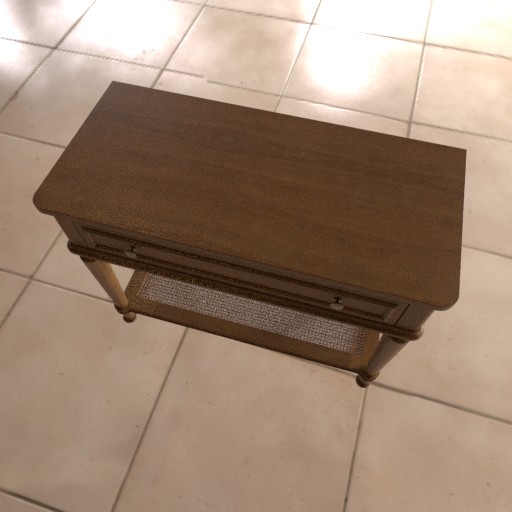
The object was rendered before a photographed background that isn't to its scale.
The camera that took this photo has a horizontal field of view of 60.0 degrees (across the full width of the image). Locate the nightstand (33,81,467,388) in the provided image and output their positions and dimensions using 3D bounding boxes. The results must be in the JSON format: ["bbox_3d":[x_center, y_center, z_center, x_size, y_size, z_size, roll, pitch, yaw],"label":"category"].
[{"bbox_3d":[0.000,0.000,1.304,0.914,0.700,0.432,14,60,8],"label":"nightstand"}]
